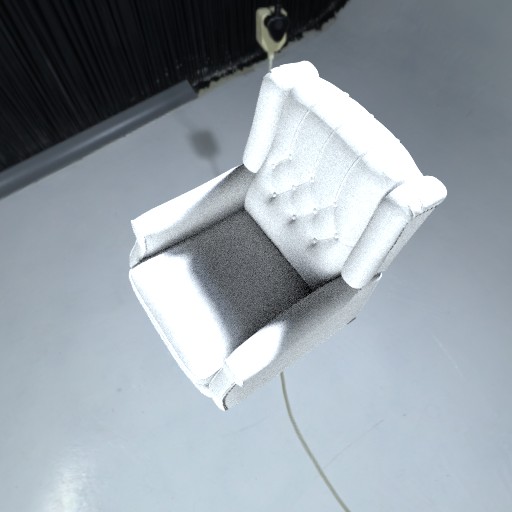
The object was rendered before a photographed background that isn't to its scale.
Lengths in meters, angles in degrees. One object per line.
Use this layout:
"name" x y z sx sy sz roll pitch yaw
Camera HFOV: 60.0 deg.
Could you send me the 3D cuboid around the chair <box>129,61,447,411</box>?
"chair" 0.000 0.000 1.670 0.902 1.035 0.742 -32 68 -15
